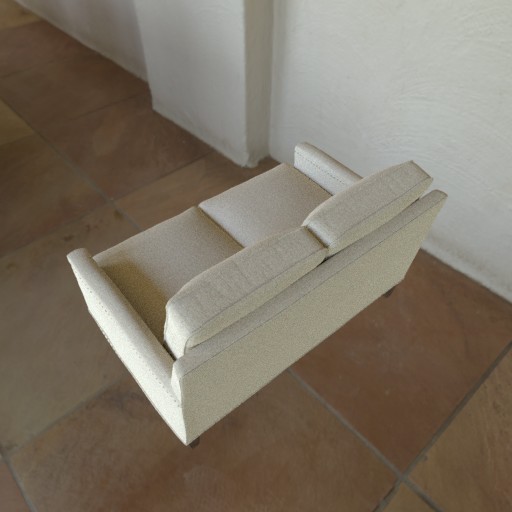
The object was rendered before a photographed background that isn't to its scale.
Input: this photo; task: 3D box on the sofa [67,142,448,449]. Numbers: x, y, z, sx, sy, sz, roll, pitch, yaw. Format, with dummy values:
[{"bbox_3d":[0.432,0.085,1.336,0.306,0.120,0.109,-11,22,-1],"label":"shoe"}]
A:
[{"bbox_3d":[0.000,0.000,2.307,1.597,1.003,1.084,-31,54,-26],"label":"sofa"}]
